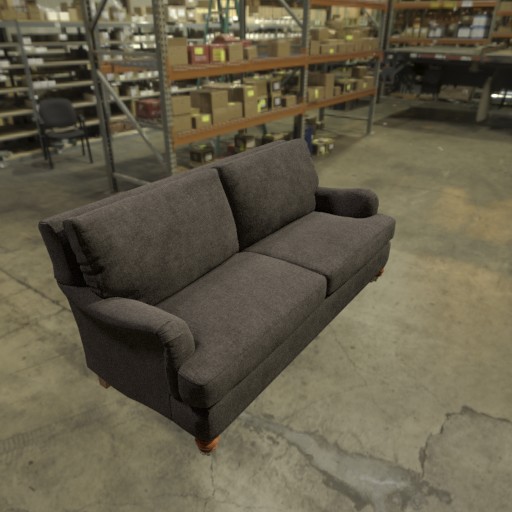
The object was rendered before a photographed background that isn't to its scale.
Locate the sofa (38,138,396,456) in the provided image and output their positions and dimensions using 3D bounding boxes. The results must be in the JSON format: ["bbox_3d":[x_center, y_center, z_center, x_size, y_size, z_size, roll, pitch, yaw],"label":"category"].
[{"bbox_3d":[0.000,0.000,2.784,1.087,1.054,2.160,19,33,32],"label":"sofa"}]
